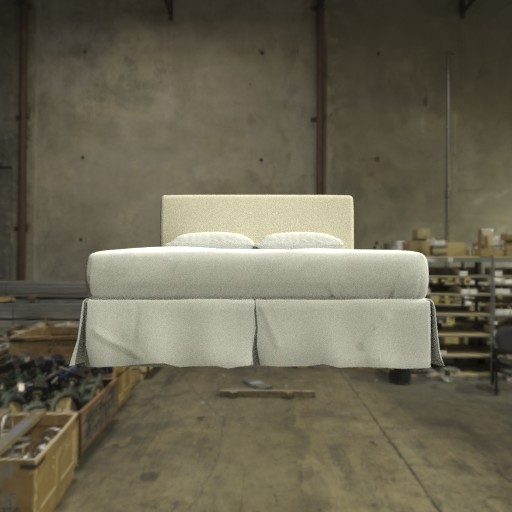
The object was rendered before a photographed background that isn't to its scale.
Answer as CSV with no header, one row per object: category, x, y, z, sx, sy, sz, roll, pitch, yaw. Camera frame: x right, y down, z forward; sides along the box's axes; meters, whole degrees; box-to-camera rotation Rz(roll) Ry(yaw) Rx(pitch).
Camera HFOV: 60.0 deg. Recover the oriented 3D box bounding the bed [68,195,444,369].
bed,0.000,0.000,3.619,2.119,1.317,2.341,0,0,0
